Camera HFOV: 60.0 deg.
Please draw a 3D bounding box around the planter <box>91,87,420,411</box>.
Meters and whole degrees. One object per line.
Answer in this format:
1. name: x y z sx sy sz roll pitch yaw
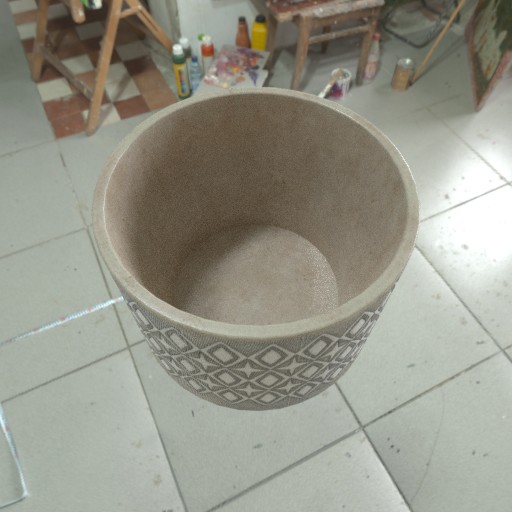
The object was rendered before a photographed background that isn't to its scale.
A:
1. planter: 0.000 0.000 0.278 0.164 0.127 0.164 0 57 0
